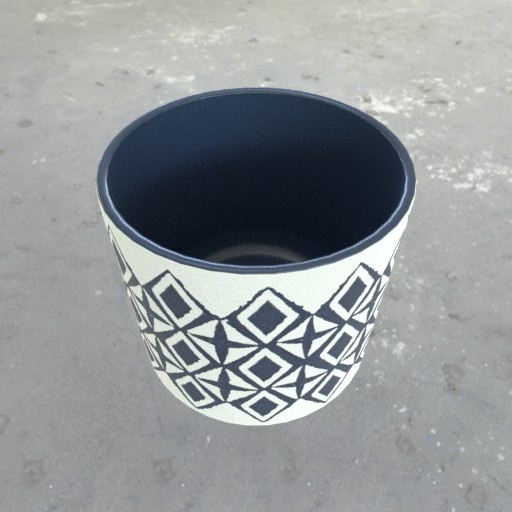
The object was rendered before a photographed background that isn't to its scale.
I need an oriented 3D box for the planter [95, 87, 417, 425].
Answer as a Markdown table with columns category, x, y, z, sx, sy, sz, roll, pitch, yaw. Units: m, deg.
| category | x | y | z | sx | sy | sz | roll | pitch | yaw |
| --- | --- | --- | --- | --- | --- | --- | --- | --- | --- |
| planter | 0.000 | 0.000 | 0.388 | 0.224 | 0.203 | 0.224 | 0 | 46 | 0 |
